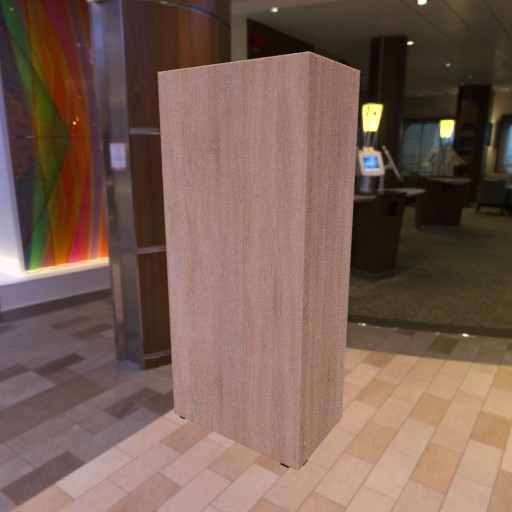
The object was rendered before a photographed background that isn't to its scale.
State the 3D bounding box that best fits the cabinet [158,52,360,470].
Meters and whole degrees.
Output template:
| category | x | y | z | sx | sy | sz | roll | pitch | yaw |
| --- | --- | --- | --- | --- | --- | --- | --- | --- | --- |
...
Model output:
| category | x | y | z | sx | sy | sz | roll | pitch | yaw |
| --- | --- | --- | --- | --- | --- | --- | --- | --- | --- |
| cabinet | 0.000 | 0.000 | 2.773 | 1.094 | 2.120 | 1.327 | -2 | 14 | -10 |
